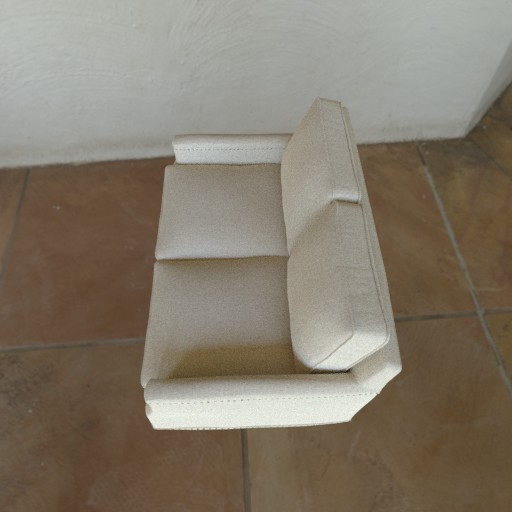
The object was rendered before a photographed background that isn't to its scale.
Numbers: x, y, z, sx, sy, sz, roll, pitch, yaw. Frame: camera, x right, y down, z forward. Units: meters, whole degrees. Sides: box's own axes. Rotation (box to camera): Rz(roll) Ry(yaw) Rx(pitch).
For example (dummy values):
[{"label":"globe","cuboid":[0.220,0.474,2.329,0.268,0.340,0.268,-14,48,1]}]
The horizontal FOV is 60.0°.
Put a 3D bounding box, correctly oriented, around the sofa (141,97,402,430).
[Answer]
[{"label":"sofa","cuboid":[0.000,0.000,2.348,1.084,1.003,1.597,-1,57,-1]}]
